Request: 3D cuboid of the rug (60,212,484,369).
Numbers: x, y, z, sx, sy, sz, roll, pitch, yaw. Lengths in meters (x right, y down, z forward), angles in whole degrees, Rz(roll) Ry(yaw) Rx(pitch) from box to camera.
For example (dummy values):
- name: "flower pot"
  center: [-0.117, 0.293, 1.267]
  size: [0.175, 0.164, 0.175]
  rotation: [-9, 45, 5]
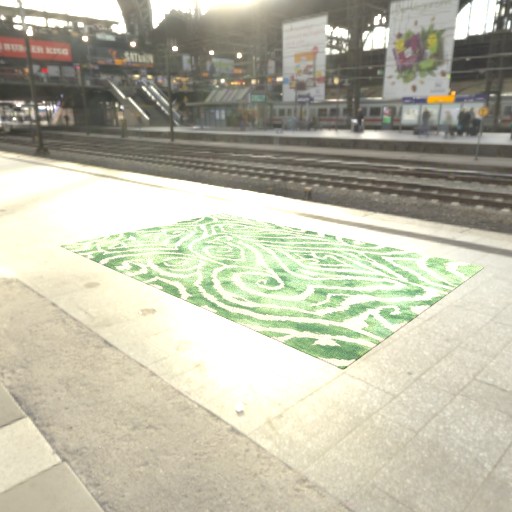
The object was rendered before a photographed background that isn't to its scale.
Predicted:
- name: "rug"
  center: [0.000, 0.000, 2.274]
  size: [1.826, 0.006, 1.220]
  rotation: [16, 23, 41]
